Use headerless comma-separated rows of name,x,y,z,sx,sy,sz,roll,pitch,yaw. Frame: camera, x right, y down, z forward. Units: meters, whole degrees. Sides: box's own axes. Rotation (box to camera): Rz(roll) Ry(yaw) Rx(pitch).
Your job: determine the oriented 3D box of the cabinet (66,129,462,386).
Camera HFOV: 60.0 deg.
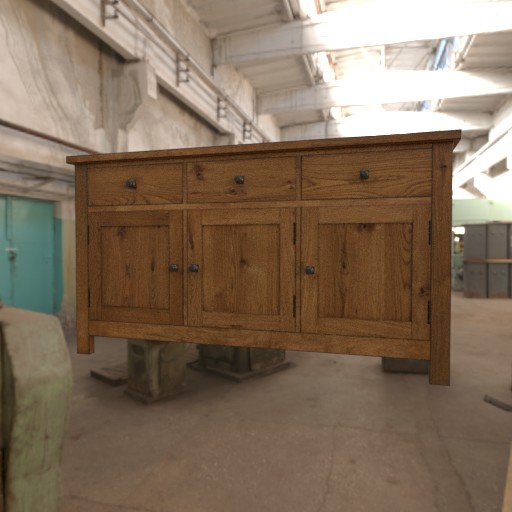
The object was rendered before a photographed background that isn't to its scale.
cabinet,0.000,0.000,1.822,1.474,0.813,0.480,1,2,17
